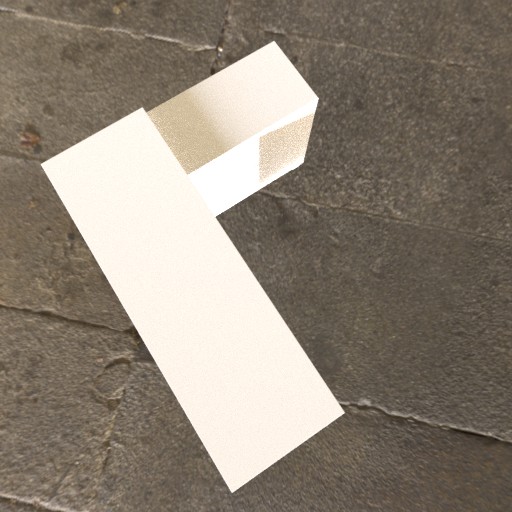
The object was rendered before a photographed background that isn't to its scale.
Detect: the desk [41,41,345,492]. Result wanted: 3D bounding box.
[{"bbox_3d":[0.000,0.000,2.186,1.199,0.759,1.524,-32,78,-7],"label":"desk"}]
